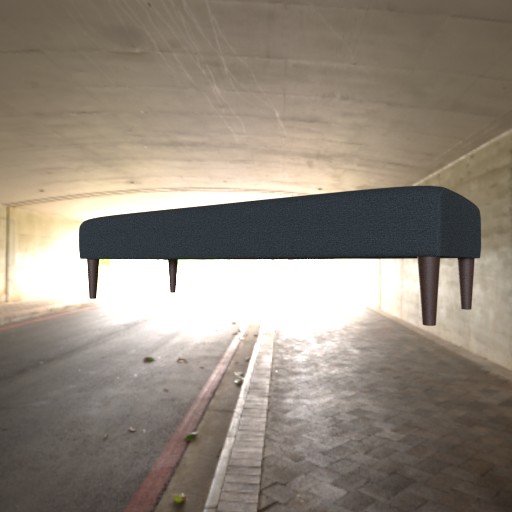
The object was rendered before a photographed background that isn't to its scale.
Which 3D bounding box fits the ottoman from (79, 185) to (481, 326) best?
[{"bbox_3d":[0.000,0.000,1.843,1.609,0.393,0.646,-1,-1,36],"label":"ottoman"}]
